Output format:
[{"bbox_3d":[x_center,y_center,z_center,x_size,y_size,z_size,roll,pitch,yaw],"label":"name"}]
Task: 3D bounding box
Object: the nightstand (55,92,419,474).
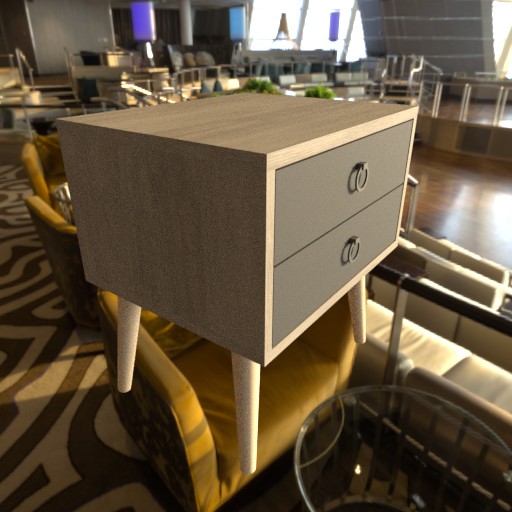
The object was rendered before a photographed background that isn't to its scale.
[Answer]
[{"bbox_3d":[0.000,0.000,0.802,0.380,0.500,0.450,18,31,32],"label":"nightstand"}]
